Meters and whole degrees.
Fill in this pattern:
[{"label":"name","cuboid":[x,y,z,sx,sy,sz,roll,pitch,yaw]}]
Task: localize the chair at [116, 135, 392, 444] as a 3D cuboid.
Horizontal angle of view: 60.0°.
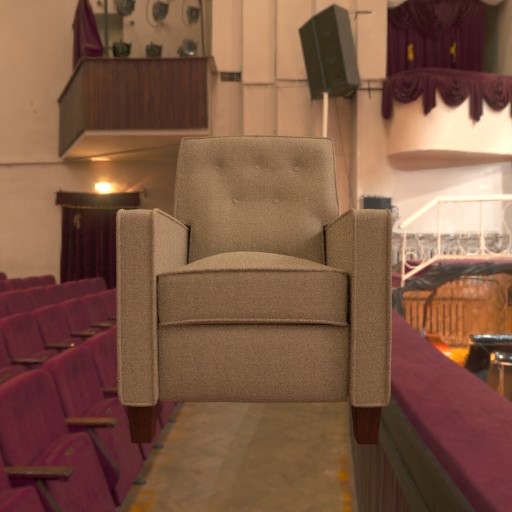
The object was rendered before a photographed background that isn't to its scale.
[{"label":"chair","cuboid":[0.000,0.000,1.385,0.648,0.888,0.754,0,1,1]}]
